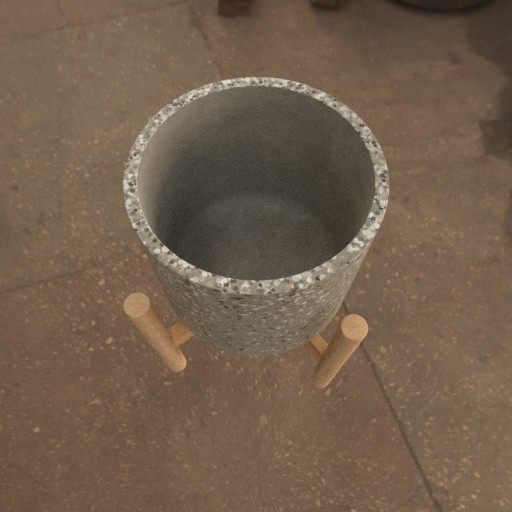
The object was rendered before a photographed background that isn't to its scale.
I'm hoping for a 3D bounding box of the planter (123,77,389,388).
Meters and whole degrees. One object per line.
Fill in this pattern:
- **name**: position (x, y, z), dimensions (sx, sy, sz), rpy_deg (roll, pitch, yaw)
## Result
- **planter**: position (0.000, 0.000, 0.516), dimensions (0.284, 0.320, 0.284), rpy_deg (-15, 65, -7)
